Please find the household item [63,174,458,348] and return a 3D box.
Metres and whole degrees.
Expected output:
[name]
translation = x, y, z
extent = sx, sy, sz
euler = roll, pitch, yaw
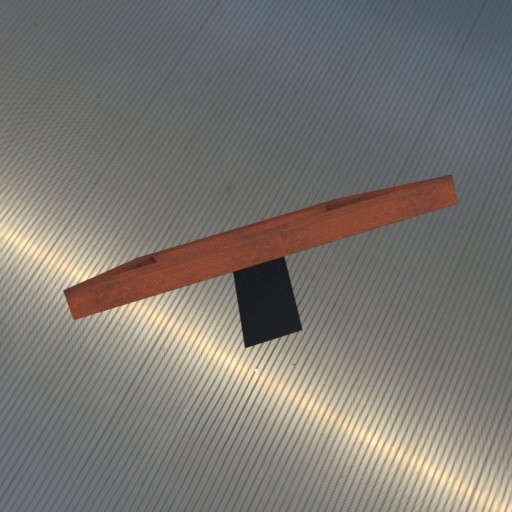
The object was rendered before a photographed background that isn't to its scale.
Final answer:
[household item]
translation = 0.000, 0.000, 0.381
extent = 0.240, 0.240, 0.131
euler = -17, 76, -4
